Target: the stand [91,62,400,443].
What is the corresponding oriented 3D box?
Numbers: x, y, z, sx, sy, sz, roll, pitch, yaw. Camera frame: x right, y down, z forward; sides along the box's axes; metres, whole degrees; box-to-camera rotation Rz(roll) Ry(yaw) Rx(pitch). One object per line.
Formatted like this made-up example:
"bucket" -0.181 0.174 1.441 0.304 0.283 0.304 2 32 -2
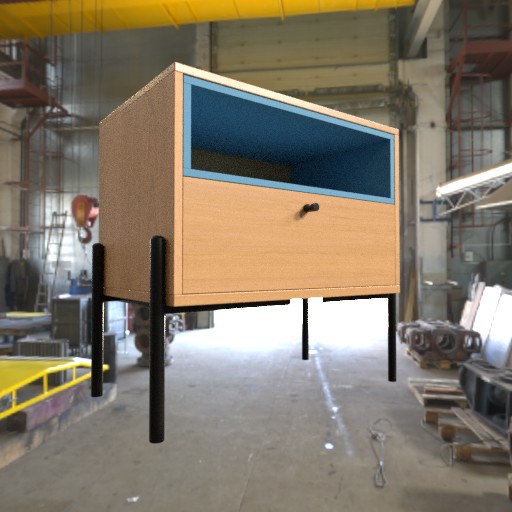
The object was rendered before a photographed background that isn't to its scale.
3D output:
"stand" 0.000 0.000 1.005 0.630 0.600 0.400 1 -2 -37
